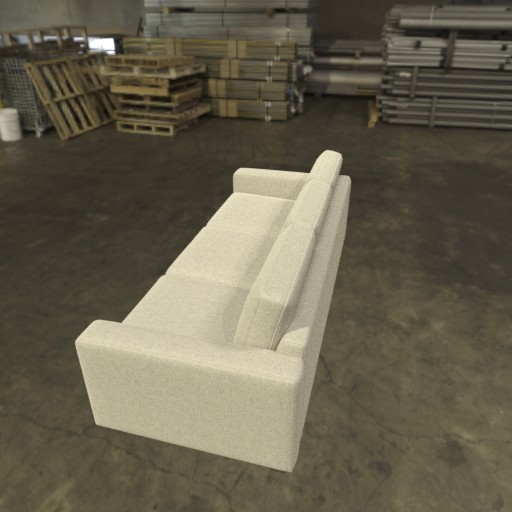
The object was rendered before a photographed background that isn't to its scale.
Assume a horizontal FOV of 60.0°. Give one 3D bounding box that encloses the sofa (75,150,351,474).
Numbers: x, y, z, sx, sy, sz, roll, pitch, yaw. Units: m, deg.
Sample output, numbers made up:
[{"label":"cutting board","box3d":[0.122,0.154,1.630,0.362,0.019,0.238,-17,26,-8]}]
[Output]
[{"label":"sofa","box3d":[0.000,0.000,2.584,0.900,0.800,2.160,8,30,13]}]
